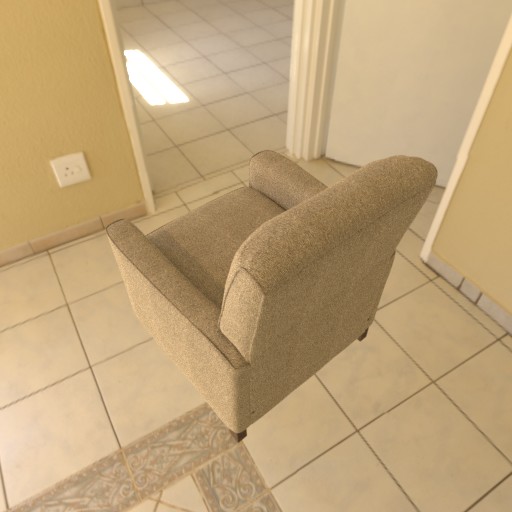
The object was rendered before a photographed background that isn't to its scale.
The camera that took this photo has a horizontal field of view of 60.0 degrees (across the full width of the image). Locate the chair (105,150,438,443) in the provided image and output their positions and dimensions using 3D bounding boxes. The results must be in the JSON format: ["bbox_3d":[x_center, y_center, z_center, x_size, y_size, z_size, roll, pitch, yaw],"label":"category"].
[{"bbox_3d":[0.000,0.000,1.669,0.841,1.028,0.858,-32,54,-26],"label":"chair"}]
